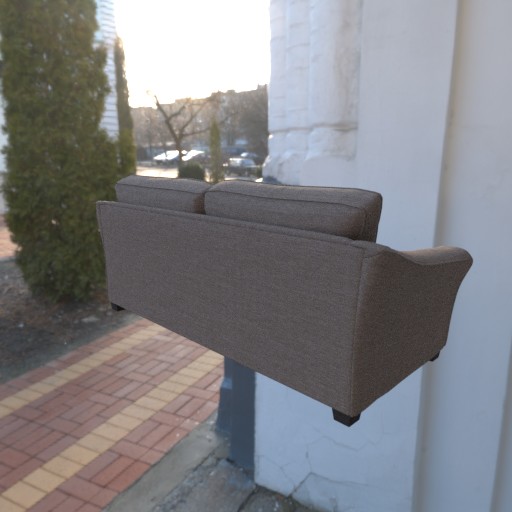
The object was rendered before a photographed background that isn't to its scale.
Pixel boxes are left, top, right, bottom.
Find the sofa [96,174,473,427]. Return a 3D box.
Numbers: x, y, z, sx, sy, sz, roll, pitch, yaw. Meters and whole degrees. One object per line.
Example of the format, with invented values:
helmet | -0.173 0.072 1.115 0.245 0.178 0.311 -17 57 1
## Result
sofa | 0.000 0.000 2.720 0.980 0.965 2.270 -13 18 -43
